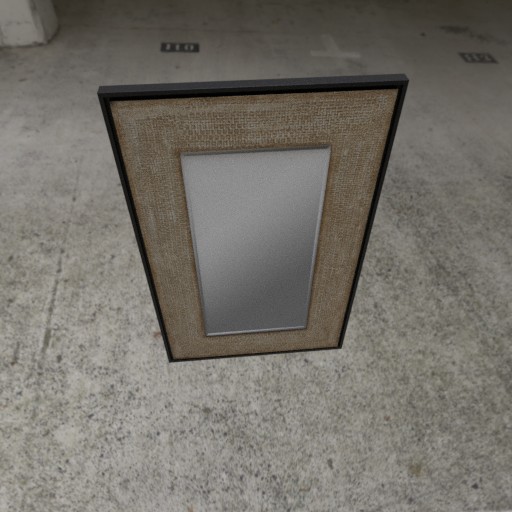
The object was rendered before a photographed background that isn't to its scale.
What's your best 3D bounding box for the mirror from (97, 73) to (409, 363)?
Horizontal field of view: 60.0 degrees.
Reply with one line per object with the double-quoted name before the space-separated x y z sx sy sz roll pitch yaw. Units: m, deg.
"mirror" 0.000 0.000 1.526 0.762 1.219 0.038 -4 46 -4
